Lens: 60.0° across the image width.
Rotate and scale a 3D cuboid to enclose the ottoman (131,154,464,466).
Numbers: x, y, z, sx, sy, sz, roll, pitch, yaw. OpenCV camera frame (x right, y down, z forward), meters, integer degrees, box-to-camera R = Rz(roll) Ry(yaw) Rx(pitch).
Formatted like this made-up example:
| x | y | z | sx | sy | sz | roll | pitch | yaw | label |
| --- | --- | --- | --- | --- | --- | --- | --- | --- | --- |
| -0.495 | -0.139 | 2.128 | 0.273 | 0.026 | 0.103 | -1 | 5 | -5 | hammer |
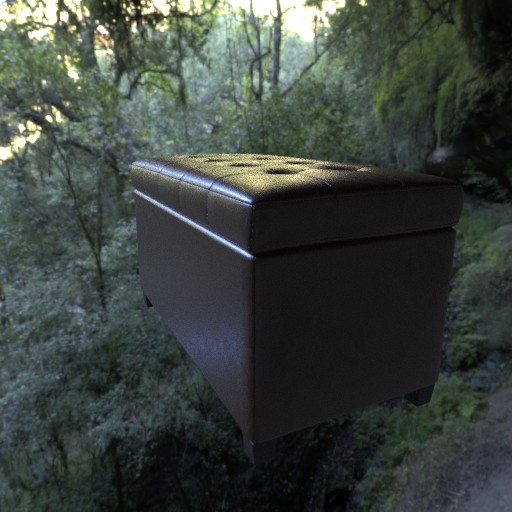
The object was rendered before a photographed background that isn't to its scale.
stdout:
| x | y | z | sx | sy | sz | roll | pitch | yaw | label |
| --- | --- | --- | --- | --- | --- | --- | --- | --- | --- |
| 0.000 | 0.000 | 1.107 | 0.432 | 0.470 | 0.838 | -8 | 18 | -25 | ottoman |
